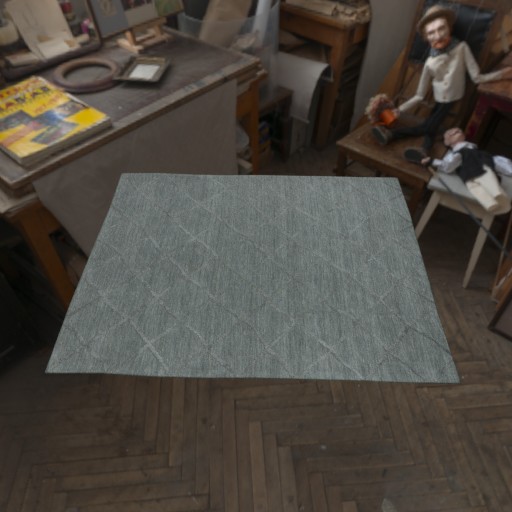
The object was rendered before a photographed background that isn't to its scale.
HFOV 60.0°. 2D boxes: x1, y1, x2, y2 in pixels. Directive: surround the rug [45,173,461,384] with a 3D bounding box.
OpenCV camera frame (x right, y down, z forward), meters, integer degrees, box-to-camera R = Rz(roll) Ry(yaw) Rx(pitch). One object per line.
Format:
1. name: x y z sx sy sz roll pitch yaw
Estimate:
1. rug: 0.000 0.000 4.038 3.048 0.013 2.438 1 47 1
